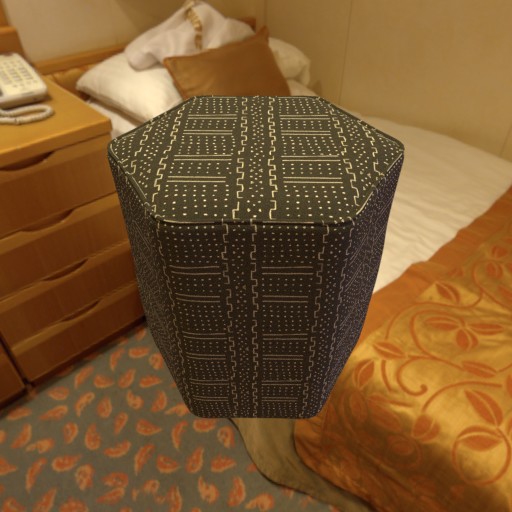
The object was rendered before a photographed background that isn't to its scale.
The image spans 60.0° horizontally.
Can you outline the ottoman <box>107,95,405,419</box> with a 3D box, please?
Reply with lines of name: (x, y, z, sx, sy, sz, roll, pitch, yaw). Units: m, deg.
ottoman: (0.000, 0.000, 0.881, 0.494, 0.502, 0.443, 0, 40, 0)
